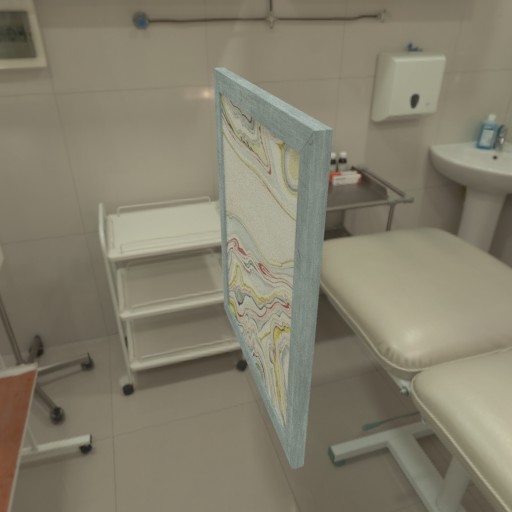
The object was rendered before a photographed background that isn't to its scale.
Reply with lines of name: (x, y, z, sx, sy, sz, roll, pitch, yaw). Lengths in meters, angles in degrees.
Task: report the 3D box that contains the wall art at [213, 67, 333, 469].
wall art: (0.000, 0.000, 0.816, 0.022, 0.582, 0.479, -9, 32, -15)
